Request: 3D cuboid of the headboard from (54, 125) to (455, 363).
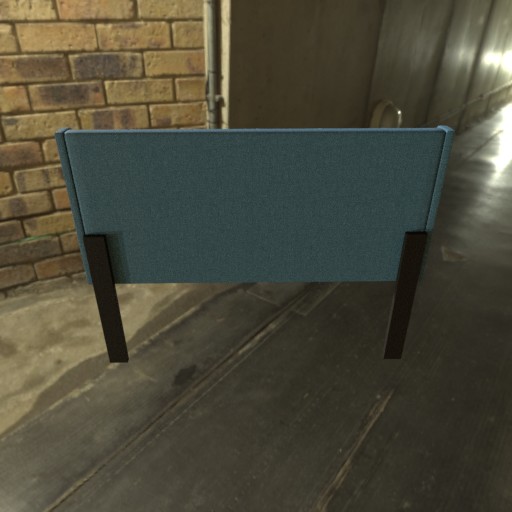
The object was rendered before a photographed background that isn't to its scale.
[{"bbox_3d":[0.000,0.000,2.685,2.051,1.524,0.184,-1,30,-1],"label":"headboard"}]
